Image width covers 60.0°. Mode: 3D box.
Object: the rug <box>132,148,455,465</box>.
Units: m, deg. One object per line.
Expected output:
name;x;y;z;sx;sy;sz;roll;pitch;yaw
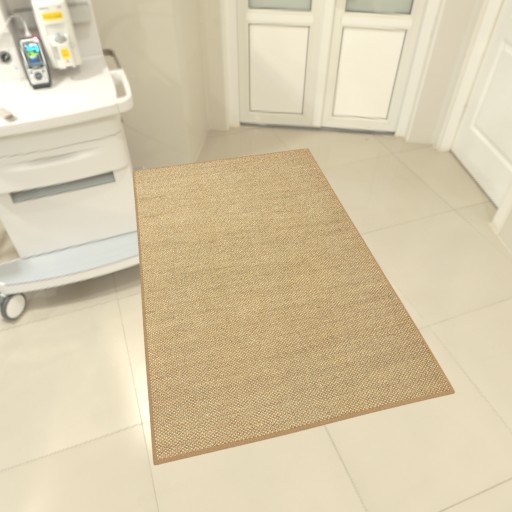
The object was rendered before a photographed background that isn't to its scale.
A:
rug;0.000;0.000;2.050;1.061;0.012;1.668;-10;46;-9
